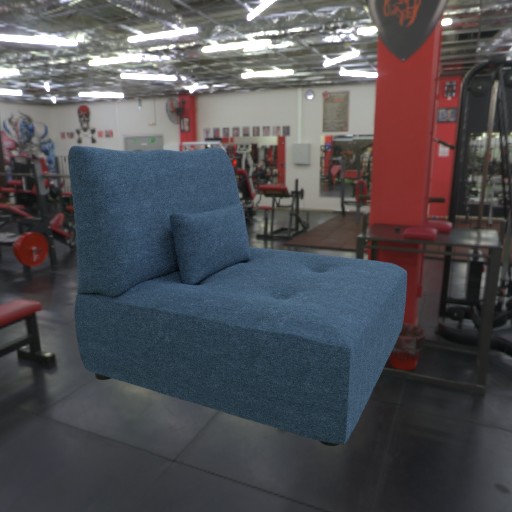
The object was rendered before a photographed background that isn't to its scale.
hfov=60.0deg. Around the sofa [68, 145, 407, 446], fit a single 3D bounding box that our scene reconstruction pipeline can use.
[{"bbox_3d":[0.000,0.000,1.704,1.000,0.820,0.930,7,15,26],"label":"sofa"}]
